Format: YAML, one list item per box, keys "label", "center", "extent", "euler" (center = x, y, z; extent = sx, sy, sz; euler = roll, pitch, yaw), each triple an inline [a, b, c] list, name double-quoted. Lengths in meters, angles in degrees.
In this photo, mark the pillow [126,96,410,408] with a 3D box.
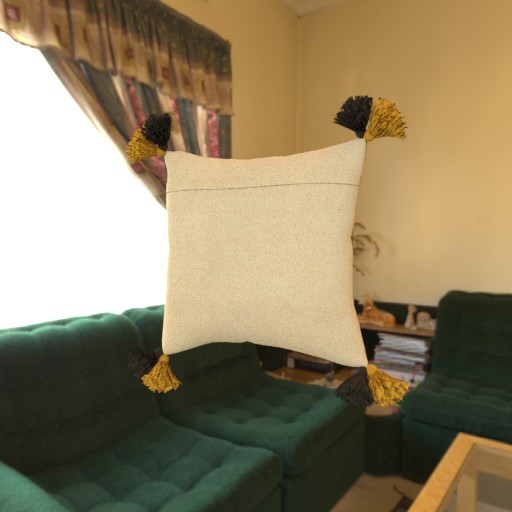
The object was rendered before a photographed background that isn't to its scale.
- label: "pillow"
  center: [0.000, 0.000, 0.983]
  extent: [0.654, 0.659, 0.139]
  euler: [1, 2, 19]
